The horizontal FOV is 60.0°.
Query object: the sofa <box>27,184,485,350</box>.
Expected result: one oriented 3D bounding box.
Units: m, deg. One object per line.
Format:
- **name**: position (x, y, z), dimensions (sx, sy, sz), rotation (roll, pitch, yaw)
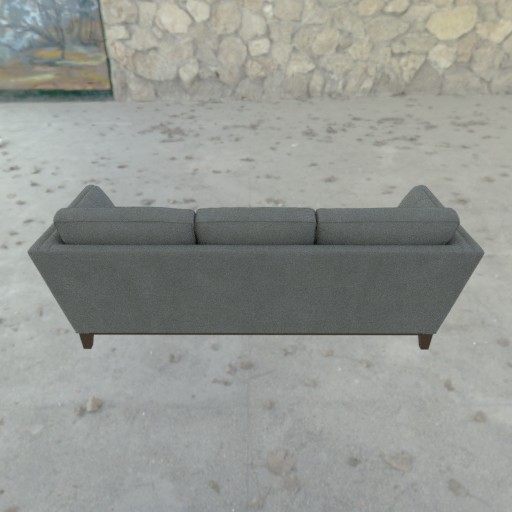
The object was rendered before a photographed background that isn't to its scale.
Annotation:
- **sofa**: position (0.000, 0.000, 2.866), dimensions (2.387, 0.940, 0.965), rotation (0, 30, 0)
